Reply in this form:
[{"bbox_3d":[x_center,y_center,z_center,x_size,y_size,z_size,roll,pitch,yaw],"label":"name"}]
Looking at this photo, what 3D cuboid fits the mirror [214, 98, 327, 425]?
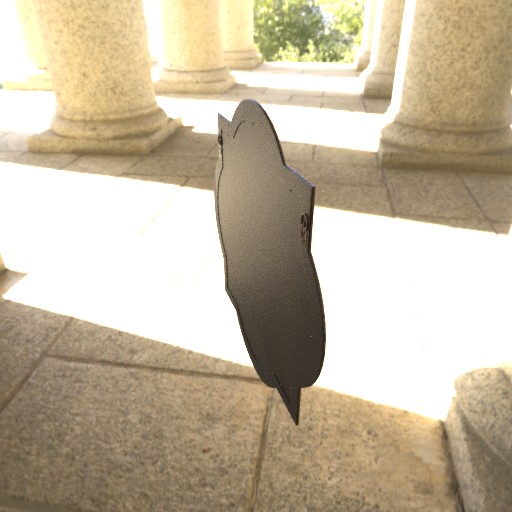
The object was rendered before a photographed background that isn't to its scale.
[{"bbox_3d":[0.000,0.000,1.044,0.019,0.686,0.686,-10,32,-17],"label":"mirror"}]
